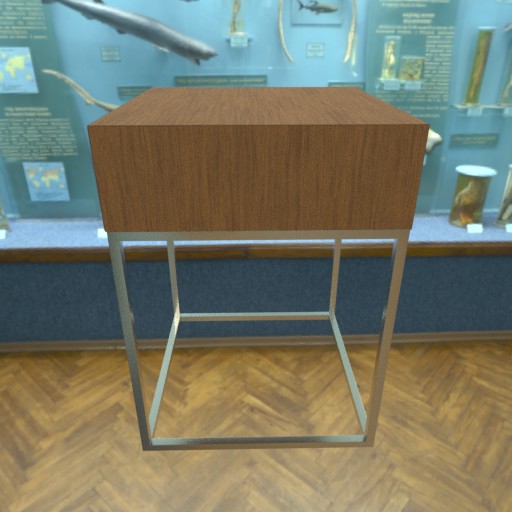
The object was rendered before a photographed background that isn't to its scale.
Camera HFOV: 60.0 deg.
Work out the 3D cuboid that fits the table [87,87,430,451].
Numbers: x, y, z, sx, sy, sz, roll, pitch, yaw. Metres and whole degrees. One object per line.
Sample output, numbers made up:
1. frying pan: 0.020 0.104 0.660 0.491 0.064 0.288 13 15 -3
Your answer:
1. table: 0.000 0.000 0.812 0.398 0.540 0.397 -1 27 -1
